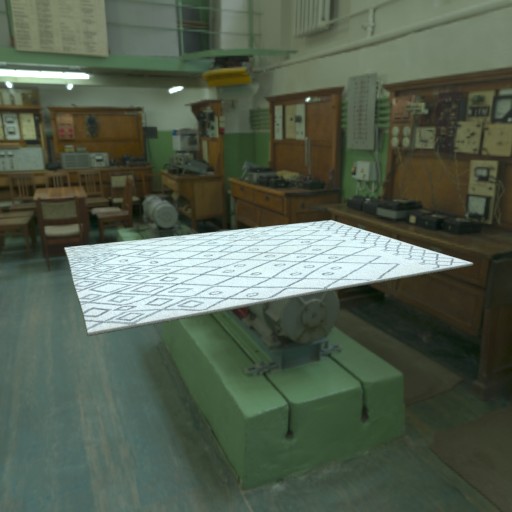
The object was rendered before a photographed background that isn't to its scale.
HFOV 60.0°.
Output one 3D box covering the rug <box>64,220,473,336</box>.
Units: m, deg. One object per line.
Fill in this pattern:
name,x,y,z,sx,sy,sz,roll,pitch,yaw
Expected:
rug,0.000,0.000,2.365,1.828,0.015,1.222,-8,18,-25
